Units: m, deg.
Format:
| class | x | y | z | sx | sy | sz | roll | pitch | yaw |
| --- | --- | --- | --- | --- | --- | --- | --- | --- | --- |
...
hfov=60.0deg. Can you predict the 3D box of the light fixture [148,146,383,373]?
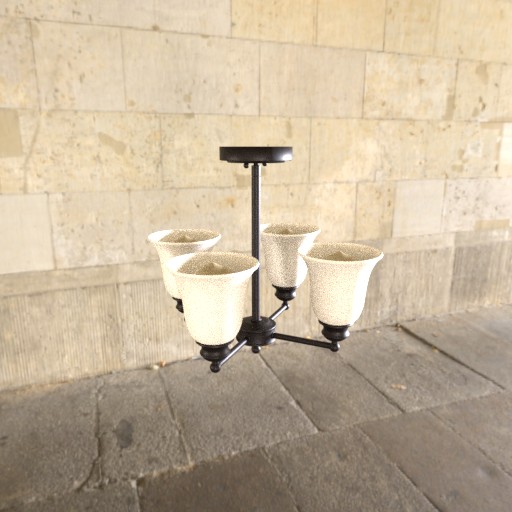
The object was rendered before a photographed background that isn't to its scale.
| class | x | y | z | sx | sy | sz | roll | pitch | yaw |
| --- | --- | --- | --- | --- | --- | --- | --- | --- | --- |
| light fixture | 0.000 | 0.000 | 1.931 | 1.069 | 0.925 | 1.069 | 7 | 16 | 24 |
